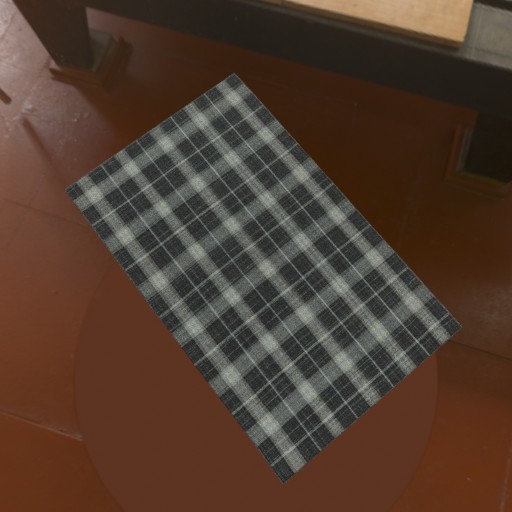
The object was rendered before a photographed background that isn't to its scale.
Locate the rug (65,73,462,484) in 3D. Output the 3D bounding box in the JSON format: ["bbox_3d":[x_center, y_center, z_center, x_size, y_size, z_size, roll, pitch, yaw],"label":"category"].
[{"bbox_3d":[0.000,0.000,3.010,1.520,0.015,2.434,-38,79,-8],"label":"rug"}]
